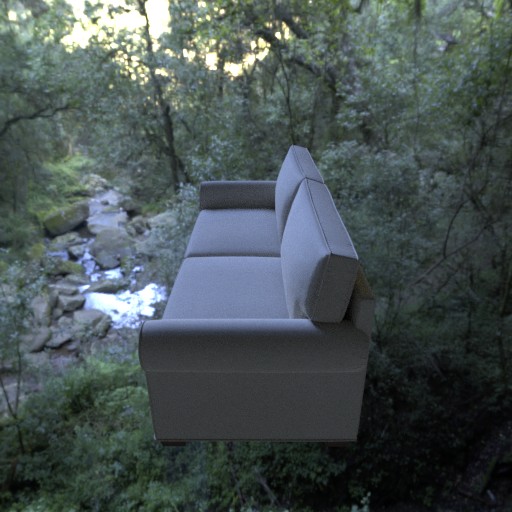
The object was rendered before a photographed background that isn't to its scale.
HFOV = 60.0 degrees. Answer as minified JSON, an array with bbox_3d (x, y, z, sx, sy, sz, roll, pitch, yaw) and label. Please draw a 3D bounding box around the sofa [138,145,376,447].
[{"bbox_3d":[0.000,0.000,2.653,0.901,0.962,2.146,0,25,0],"label":"sofa"}]
